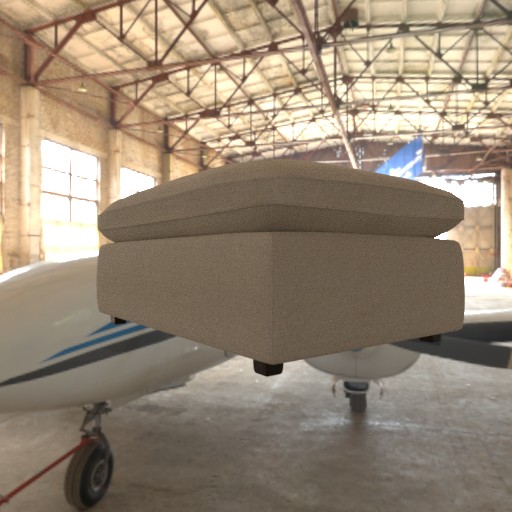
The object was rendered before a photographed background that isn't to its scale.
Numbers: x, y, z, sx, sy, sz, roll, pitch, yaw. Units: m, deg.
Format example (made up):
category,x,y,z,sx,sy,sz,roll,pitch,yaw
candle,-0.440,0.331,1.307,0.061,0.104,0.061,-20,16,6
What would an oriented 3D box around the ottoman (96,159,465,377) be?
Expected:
category,x,y,z,sx,sy,sz,roll,pitch,yaw
ottoman,0.000,0.000,1.333,0.686,0.453,0.984,0,0,-37
